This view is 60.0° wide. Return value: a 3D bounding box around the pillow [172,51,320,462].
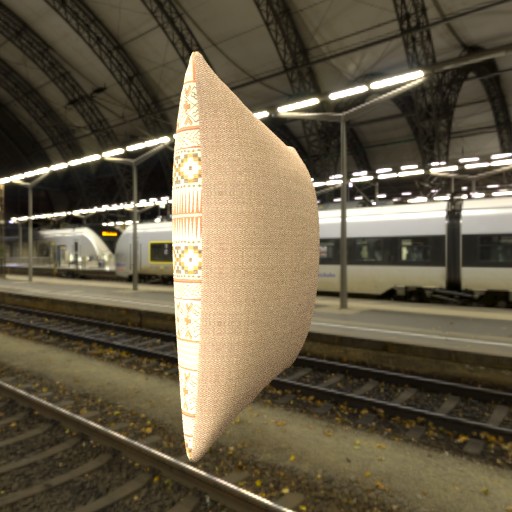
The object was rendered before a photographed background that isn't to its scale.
[{"bbox_3d":[0.000,0.000,0.798,0.215,0.519,0.521,0,0,18],"label":"pillow"}]
